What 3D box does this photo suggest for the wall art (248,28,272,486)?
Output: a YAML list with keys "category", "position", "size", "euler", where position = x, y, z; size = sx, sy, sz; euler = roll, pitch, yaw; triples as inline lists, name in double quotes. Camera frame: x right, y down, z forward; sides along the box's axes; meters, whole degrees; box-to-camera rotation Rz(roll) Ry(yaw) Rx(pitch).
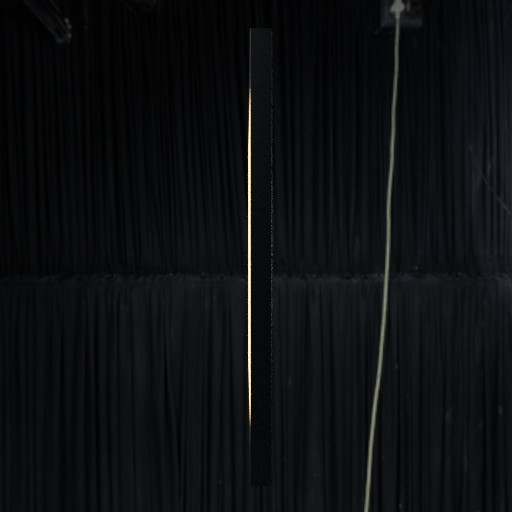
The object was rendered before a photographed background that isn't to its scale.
- category: "wall art"
  position: [0.000, 0.000, 1.108]
  size: [0.036, 0.755, 0.756]
  euler: [0, 1, -1]
